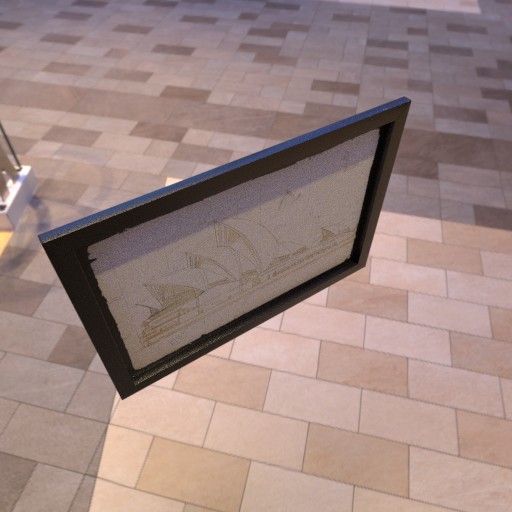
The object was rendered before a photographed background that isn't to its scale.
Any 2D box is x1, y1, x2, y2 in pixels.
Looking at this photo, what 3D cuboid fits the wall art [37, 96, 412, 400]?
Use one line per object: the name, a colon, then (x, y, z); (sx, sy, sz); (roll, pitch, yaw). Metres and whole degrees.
wall art: (0.000, 0.000, 0.571); (0.440, 0.306, 0.013); (-26, 53, -22)
